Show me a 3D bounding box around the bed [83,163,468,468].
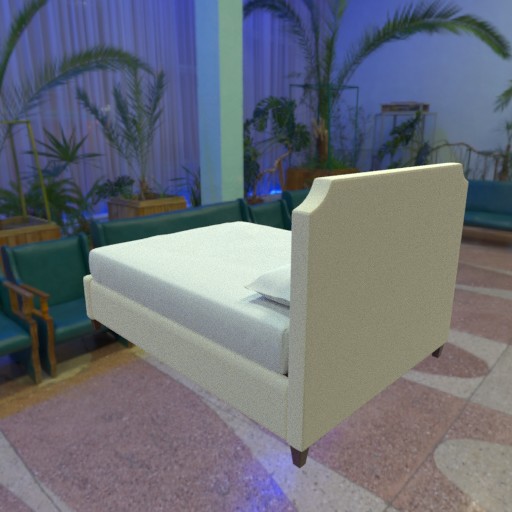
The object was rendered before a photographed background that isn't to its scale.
[{"bbox_3d":[0.000,0.000,3.333,1.703,1.415,2.329,-15,22,-43],"label":"bed"}]
